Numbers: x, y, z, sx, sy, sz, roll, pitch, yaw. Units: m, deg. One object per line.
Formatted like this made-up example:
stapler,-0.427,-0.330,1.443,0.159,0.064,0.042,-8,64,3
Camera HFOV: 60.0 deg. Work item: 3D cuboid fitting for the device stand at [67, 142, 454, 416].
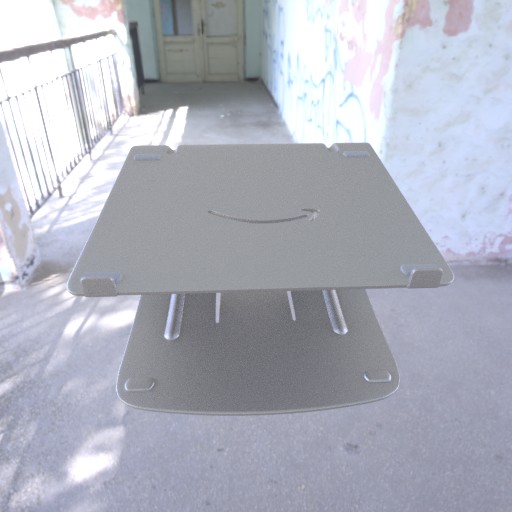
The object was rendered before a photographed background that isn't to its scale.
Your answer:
device stand,0.000,0.000,0.405,0.256,0.155,0.236,-1,30,-2
